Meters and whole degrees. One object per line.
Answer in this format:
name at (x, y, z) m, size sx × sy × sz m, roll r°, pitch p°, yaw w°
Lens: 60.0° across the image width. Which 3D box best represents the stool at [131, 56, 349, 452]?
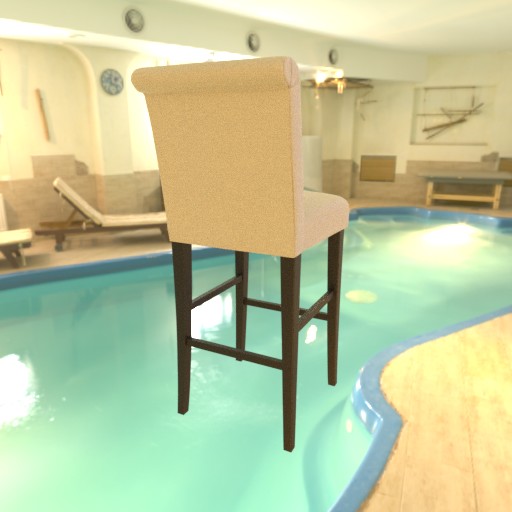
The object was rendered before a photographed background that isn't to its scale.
stool at (0.000, 0.000, 1.467) m, size 0.452 × 1.124 × 0.597 m, roll 8°, pitch 18°, yaw 26°
